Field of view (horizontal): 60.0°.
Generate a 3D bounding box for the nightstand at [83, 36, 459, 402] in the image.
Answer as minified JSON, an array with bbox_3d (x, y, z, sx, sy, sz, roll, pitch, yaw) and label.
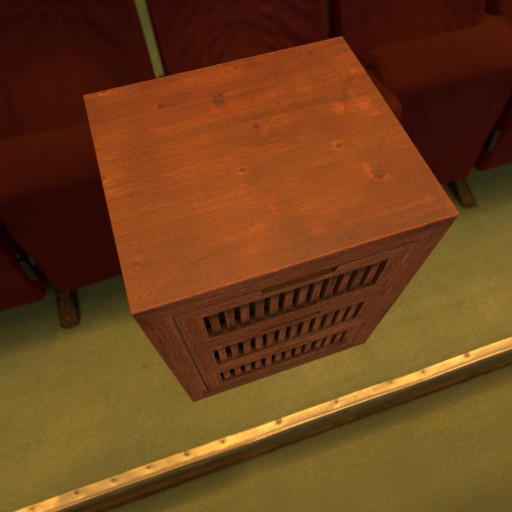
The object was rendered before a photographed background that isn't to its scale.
[{"bbox_3d":[0.000,0.000,0.980,0.465,0.695,0.410,-17,63,-9],"label":"nightstand"}]
